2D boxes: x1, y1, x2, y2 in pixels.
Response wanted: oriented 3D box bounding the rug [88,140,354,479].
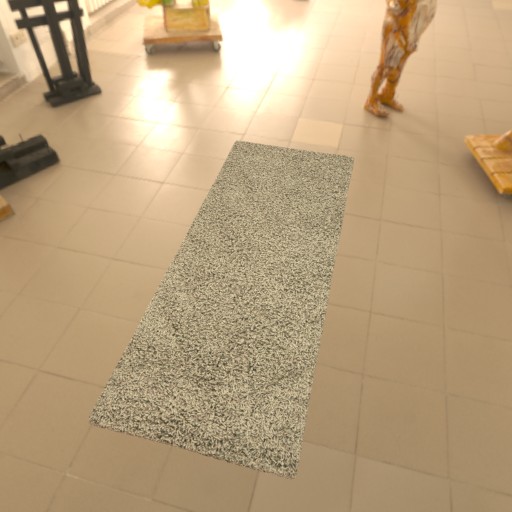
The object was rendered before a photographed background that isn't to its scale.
[{"bbox_3d":[0.000,0.000,1.726,0.609,0.030,1.524,11,47,10],"label":"rug"}]
